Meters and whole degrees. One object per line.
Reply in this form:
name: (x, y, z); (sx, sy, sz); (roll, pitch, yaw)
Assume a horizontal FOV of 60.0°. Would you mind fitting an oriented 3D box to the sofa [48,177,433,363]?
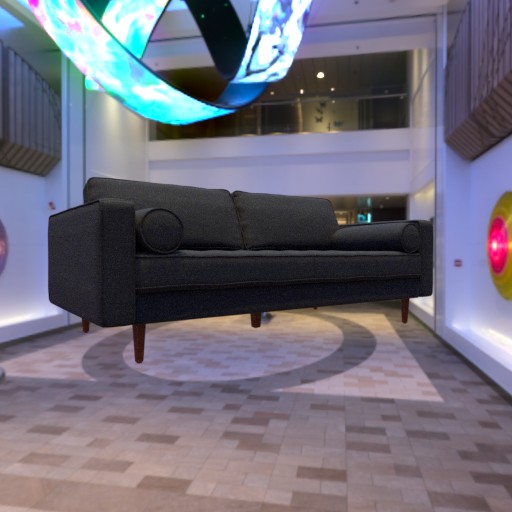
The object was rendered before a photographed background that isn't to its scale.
sofa: (0.000, 0.000, 2.344); (1.880, 0.762, 0.914); (0, 1, -35)
